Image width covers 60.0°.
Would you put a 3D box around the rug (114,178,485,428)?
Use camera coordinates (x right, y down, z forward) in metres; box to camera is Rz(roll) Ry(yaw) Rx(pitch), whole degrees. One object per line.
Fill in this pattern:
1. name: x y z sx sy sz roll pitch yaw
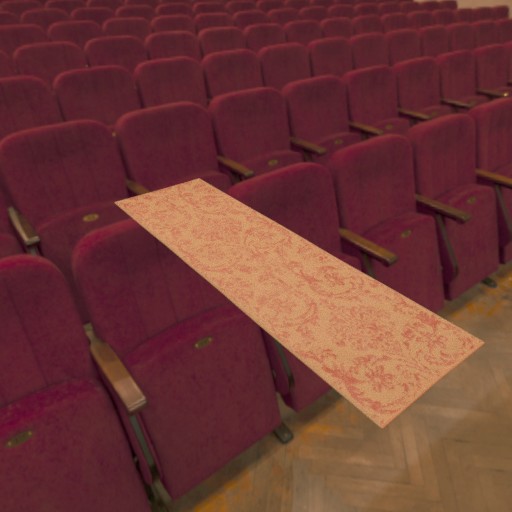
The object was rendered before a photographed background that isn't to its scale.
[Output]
1. rug: 0.000 0.000 2.371 0.662 0.011 2.196 -23 39 -31
